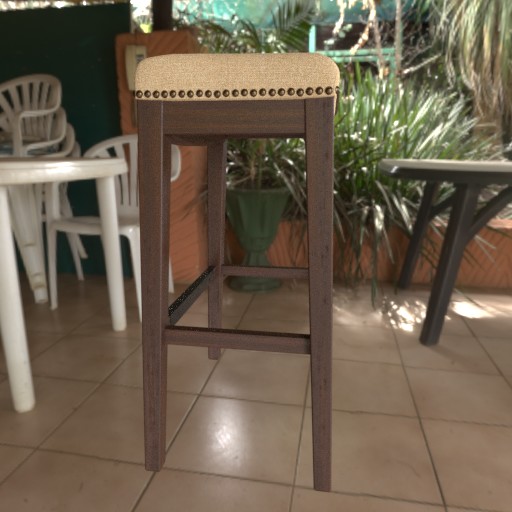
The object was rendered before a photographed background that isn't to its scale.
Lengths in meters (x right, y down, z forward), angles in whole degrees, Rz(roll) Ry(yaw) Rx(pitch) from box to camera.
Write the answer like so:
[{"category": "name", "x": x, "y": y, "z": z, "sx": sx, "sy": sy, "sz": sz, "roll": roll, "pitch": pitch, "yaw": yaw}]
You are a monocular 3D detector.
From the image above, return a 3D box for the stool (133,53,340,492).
[{"category": "stool", "x": 0.000, "y": 0.000, "z": 0.998, "sx": 0.363, "sy": 0.768, "sz": 0.509, "roll": 2, "pitch": 14, "yaw": 9}]
